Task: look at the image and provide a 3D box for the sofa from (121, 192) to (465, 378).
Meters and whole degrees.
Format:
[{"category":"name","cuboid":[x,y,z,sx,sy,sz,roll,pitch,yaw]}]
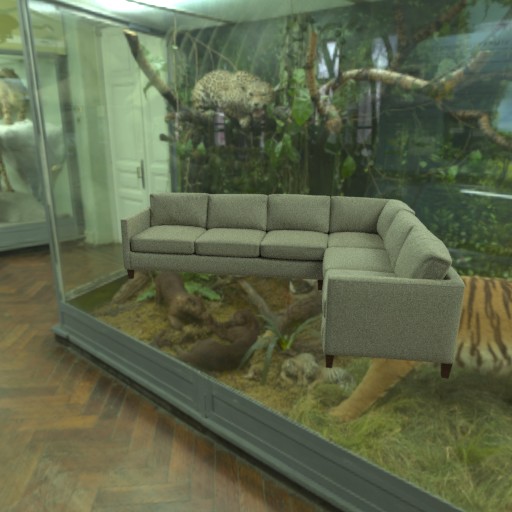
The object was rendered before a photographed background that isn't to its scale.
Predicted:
[{"category":"sofa","cuboid":[0.000,0.000,4.475,3.302,0.947,2.593,3,17,9]}]
